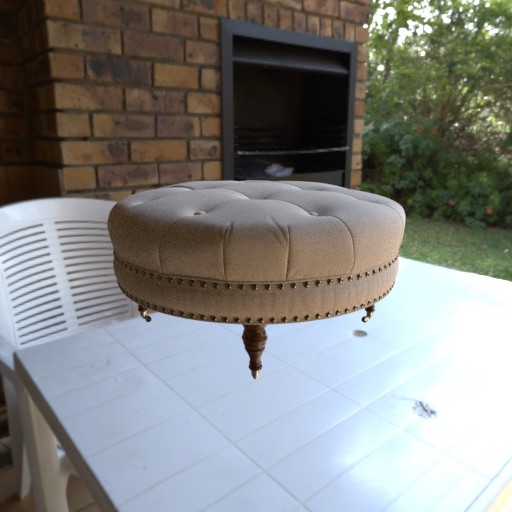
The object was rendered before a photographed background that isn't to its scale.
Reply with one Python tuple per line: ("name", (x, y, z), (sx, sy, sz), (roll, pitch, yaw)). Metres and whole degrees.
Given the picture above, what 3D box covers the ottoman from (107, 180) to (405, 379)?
("ottoman", (0.000, 0.000, 1.492), (0.940, 0.483, 0.940), (0, 15, 0))
